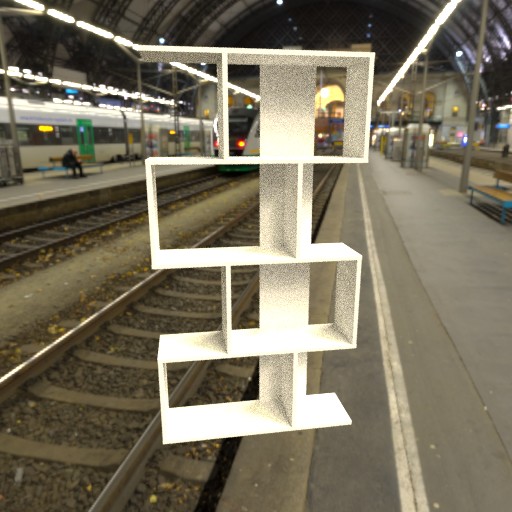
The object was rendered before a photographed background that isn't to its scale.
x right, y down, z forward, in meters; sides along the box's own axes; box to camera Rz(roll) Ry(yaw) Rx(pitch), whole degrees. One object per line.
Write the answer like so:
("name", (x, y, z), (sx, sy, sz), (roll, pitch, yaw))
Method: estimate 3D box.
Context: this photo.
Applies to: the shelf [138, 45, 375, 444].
("shelf", (0.000, 0.000, 1.971), (0.890, 1.650, 0.250), (-2, 15, -9))
